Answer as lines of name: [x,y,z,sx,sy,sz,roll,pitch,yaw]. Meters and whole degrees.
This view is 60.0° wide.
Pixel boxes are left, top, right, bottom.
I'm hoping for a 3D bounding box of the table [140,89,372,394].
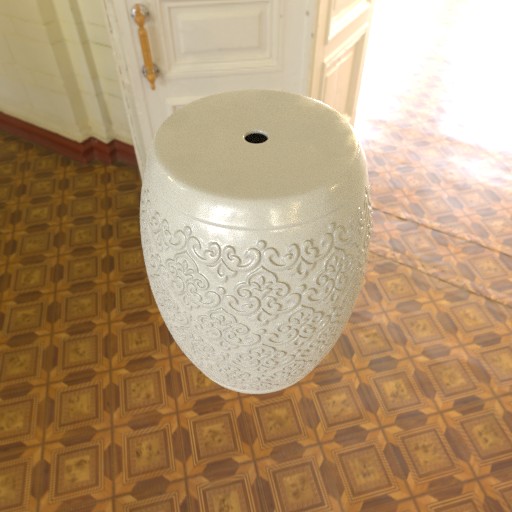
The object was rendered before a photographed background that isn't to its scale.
table: [0.000,0.000,0.642,0.309,0.397,0.309,0,47,0]
